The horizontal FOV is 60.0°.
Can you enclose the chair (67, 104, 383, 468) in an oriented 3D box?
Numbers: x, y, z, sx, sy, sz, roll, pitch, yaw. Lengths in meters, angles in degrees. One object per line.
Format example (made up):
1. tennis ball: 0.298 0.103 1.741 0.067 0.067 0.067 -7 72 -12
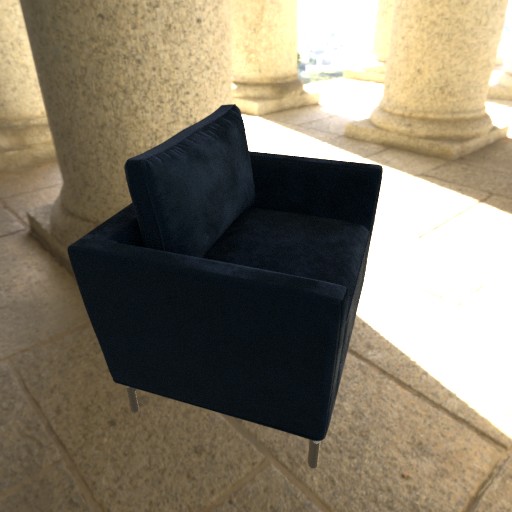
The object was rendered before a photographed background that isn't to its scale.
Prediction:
1. chair: 0.000 0.000 1.572 0.746 0.893 0.977 10 32 16
